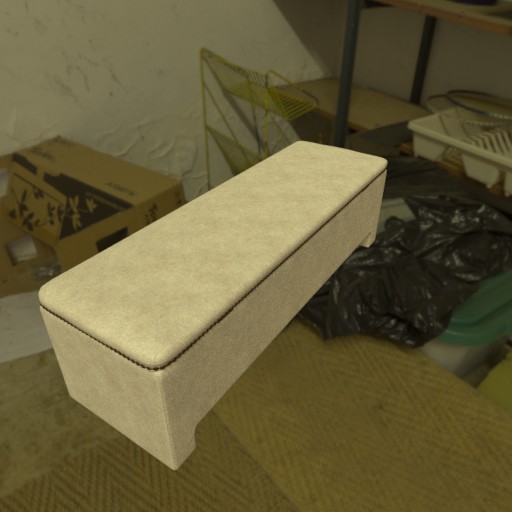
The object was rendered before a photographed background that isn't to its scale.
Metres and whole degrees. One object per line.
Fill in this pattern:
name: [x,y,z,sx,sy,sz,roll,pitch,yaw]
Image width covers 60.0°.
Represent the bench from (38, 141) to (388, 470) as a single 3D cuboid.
bench: [0.000,0.000,1.700,0.470,0.447,1.482,20,39,28]
